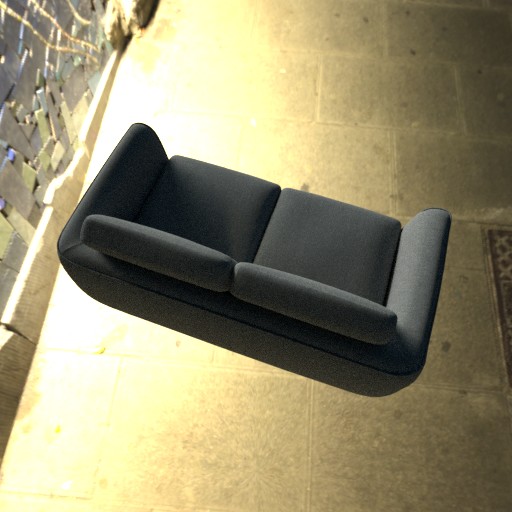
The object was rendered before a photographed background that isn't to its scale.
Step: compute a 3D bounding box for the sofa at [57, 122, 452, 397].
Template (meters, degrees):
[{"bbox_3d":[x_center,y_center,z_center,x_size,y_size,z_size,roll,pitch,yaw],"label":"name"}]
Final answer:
[{"bbox_3d":[0.000,0.000,2.206,1.700,0.870,0.920,18,65,8],"label":"sofa"}]
